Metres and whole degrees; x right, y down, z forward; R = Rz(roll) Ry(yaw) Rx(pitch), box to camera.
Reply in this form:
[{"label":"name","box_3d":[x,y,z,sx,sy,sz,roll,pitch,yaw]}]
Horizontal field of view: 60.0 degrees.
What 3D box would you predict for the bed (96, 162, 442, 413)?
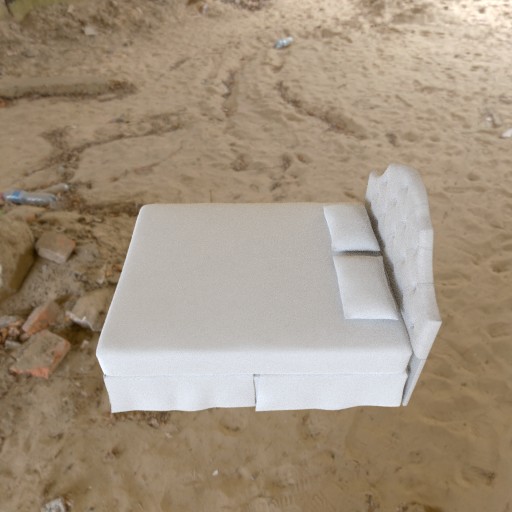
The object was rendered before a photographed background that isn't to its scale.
[{"label":"bed","box_3d":[0.000,0.000,3.856,2.477,1.617,2.039,0,42,0]}]
